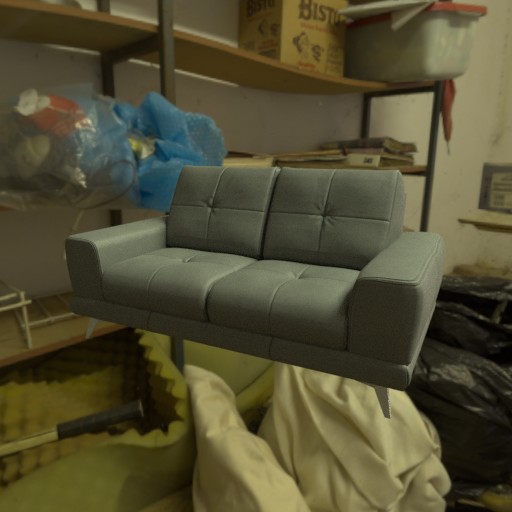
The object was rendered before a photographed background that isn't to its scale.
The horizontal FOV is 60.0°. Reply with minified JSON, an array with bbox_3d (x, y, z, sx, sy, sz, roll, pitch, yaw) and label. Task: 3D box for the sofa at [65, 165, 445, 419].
[{"bbox_3d":[0.000,0.000,2.355,1.806,0.907,1.018,7,16,26],"label":"sofa"}]
